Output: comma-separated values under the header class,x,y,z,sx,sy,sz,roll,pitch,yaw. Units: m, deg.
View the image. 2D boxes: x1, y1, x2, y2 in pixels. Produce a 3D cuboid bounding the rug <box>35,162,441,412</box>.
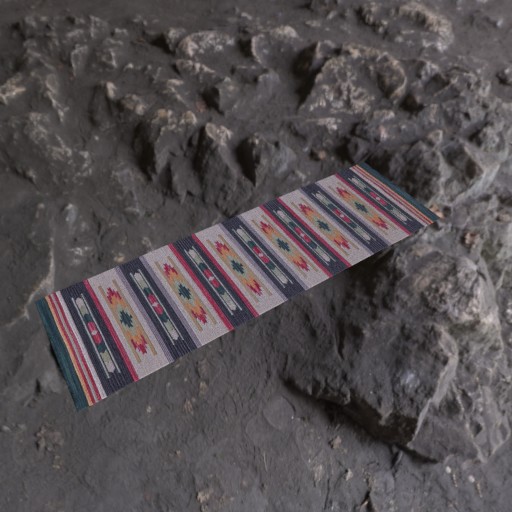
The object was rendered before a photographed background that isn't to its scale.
class,x,y,z,sx,sy,sz,roll,pitch,yaw
rug,0.000,0.000,2.700,2.440,0.009,0.760,-25,52,-22
